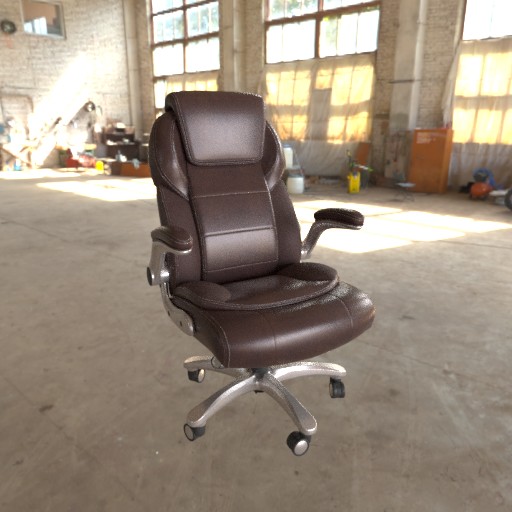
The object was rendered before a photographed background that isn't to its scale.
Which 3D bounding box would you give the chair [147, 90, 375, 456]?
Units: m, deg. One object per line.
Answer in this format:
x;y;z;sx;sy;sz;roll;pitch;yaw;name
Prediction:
0.000;0.000;1.607;0.733;1.160;0.774;-9;19;-28;chair
